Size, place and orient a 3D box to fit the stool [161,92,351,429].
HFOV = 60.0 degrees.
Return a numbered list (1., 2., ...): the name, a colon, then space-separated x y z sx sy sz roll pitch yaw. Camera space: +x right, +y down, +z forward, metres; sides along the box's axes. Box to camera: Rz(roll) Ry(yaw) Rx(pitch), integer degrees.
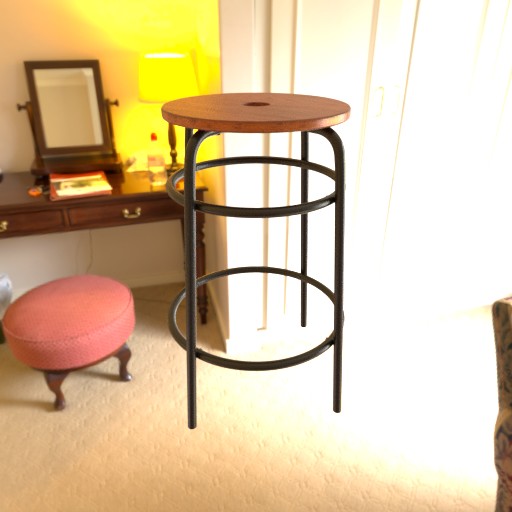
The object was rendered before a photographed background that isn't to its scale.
1. stool: 0.000 0.000 0.931 0.455 0.610 0.455 19 33 32
